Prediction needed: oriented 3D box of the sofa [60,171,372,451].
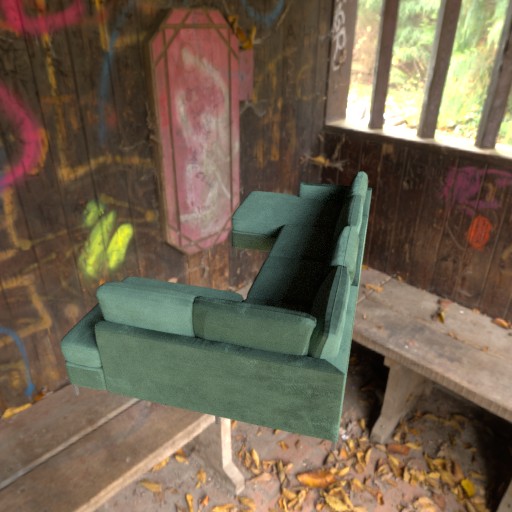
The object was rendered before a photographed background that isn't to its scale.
[{"bbox_3d":[0.000,0.000,4.423,2.055,0.992,3.434,8,29,14],"label":"sofa"}]
